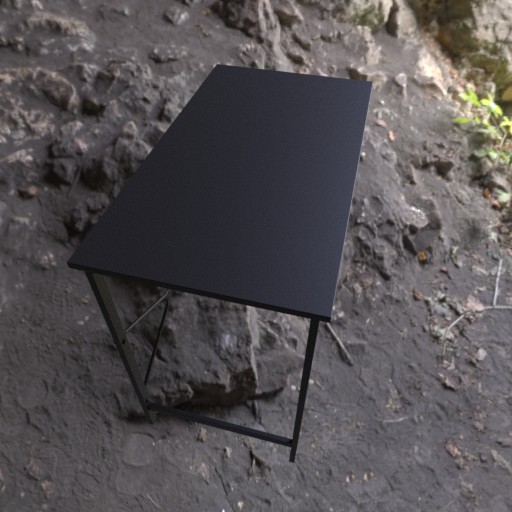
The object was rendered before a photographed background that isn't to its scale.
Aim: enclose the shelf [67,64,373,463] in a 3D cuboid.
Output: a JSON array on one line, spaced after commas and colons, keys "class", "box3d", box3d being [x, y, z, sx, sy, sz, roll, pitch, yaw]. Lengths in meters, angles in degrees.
[{"class": "shelf", "box3d": [0.000, 0.000, 1.357, 0.498, 0.749, 0.902, 11, 47, 10]}]
